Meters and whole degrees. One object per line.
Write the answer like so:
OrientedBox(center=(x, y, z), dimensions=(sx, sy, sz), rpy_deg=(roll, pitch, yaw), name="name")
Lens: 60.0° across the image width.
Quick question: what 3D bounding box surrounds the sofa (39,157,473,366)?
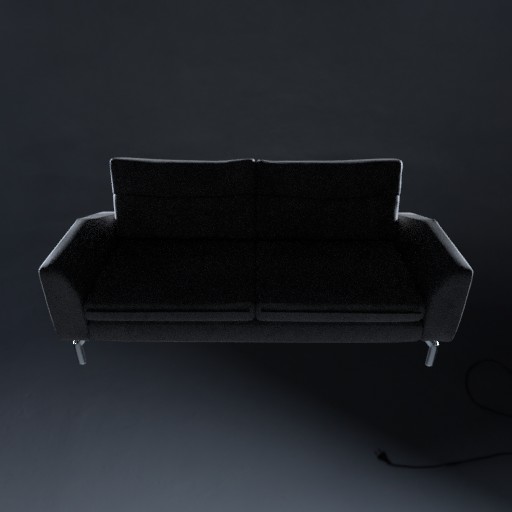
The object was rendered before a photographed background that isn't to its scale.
OrientedBox(center=(0.000, 0.000, 2.283), dimensions=(1.837, 0.859, 0.849), rpy_deg=(0, 30, 0), name="sofa")
